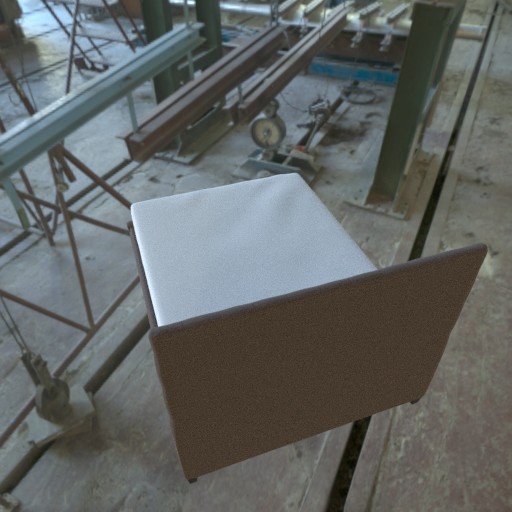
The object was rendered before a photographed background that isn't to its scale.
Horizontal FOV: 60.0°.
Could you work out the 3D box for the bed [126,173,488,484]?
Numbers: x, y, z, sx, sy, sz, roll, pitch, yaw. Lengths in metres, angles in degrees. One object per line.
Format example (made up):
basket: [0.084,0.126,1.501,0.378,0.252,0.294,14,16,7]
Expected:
bed: [0.000,0.000,3.215,1.696,1.426,2.233,-13,43,-15]
